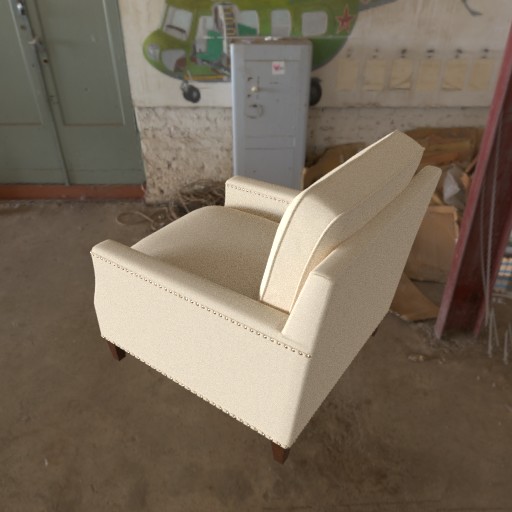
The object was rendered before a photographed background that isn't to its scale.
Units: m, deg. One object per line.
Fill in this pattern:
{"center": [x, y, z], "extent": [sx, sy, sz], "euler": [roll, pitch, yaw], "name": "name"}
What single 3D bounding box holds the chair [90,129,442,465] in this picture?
{"center": [0.000, 0.000, 1.685], "extent": [1.014, 0.943, 0.853], "euler": [20, 37, 29], "name": "chair"}
